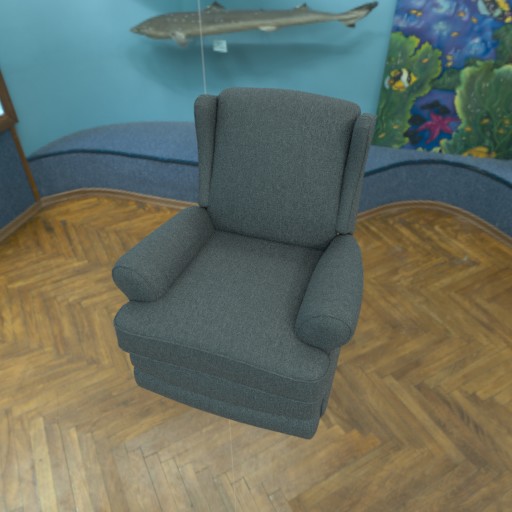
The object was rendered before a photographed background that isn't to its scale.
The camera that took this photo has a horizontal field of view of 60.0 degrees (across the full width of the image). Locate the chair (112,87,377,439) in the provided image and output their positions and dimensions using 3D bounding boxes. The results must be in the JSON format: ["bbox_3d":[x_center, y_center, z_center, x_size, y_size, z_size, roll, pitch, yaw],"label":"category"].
[{"bbox_3d":[0.000,0.000,1.711,0.847,1.011,0.969,12,42,14],"label":"chair"}]
